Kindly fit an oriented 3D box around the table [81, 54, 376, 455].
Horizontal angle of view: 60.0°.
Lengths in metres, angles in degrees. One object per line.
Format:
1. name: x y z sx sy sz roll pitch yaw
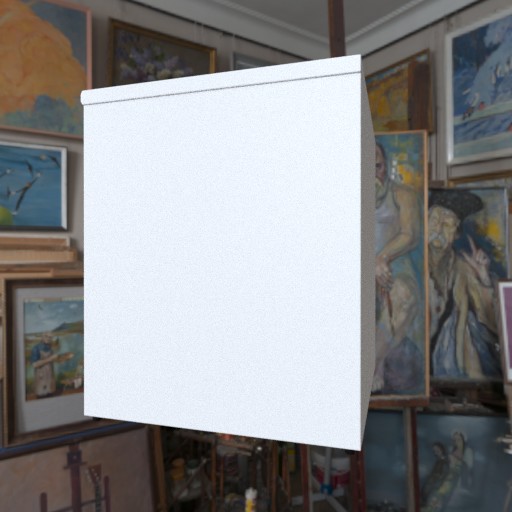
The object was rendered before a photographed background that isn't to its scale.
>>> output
1. table: 0.000 0.000 0.761 0.380 0.460 0.420 0 0 17
